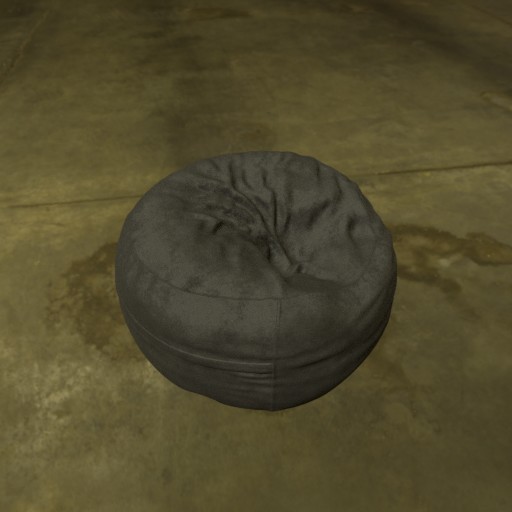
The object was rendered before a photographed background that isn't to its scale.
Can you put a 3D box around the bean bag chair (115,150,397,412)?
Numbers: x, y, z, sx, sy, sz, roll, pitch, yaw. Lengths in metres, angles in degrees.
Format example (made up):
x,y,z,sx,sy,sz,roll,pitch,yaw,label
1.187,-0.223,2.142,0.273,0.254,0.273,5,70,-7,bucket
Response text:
x,y,z,sx,sy,sz,roll,pitch,yaw,label
0.000,0.000,2.450,1.525,0.751,1.525,0,42,0,bean bag chair
